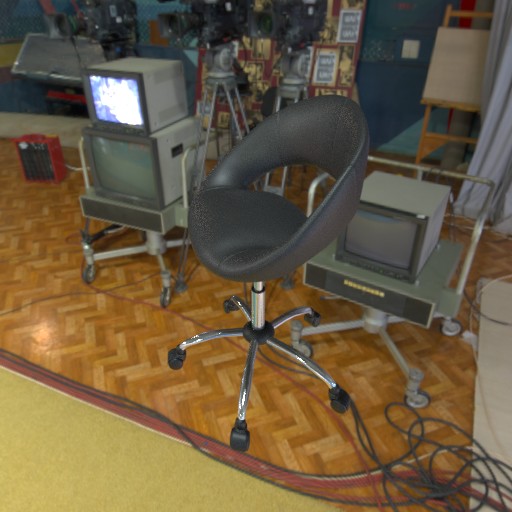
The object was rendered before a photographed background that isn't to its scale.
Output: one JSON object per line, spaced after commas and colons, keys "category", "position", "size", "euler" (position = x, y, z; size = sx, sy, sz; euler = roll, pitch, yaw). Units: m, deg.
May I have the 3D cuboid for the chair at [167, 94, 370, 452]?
{"category": "chair", "position": [0.000, 0.000, 1.186], "size": [0.538, 0.791, 0.612], "euler": [-8, 32, -12]}
